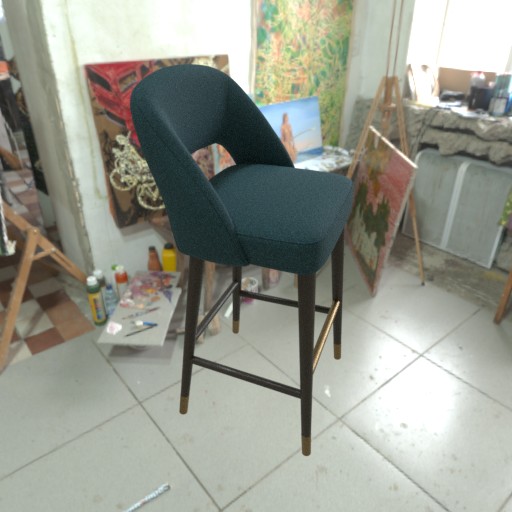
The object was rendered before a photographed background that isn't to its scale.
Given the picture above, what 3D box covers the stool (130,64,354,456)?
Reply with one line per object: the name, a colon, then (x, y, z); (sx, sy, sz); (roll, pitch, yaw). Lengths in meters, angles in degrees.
stool: (0.000, 0.000, 1.328); (0.522, 1.032, 0.536); (11, 32, 18)
